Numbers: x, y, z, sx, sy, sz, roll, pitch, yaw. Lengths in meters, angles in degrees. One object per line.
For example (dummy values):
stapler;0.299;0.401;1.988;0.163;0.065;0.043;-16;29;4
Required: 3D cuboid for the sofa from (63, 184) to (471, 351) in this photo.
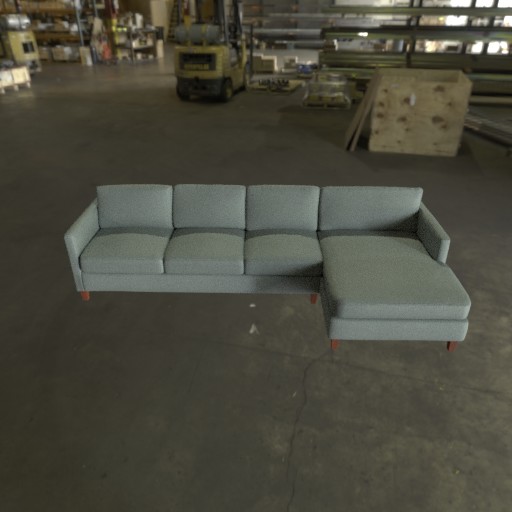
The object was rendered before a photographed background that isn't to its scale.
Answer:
sofa;0.000;0.000;4.141;3.471;0.950;1.604;1;30;1
